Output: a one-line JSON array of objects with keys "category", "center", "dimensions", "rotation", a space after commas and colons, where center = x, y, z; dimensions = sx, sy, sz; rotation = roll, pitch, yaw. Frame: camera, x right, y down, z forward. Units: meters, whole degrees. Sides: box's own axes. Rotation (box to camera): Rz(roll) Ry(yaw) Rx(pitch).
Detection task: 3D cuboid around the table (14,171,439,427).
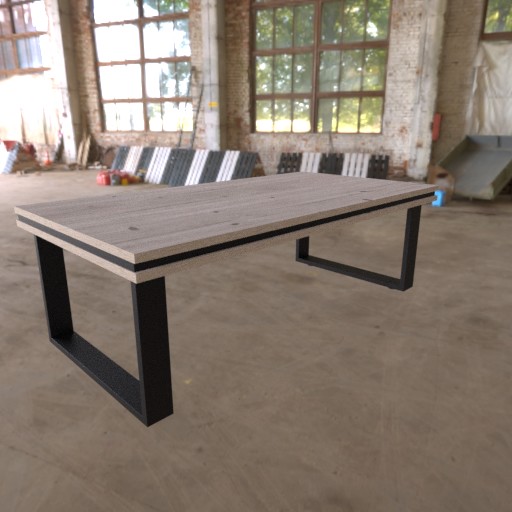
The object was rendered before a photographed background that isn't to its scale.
[{"category": "table", "center": [0.000, 0.000, 1.611], "dimensions": [1.350, 0.450, 0.700], "rotation": [-16, 23, -42]}]
